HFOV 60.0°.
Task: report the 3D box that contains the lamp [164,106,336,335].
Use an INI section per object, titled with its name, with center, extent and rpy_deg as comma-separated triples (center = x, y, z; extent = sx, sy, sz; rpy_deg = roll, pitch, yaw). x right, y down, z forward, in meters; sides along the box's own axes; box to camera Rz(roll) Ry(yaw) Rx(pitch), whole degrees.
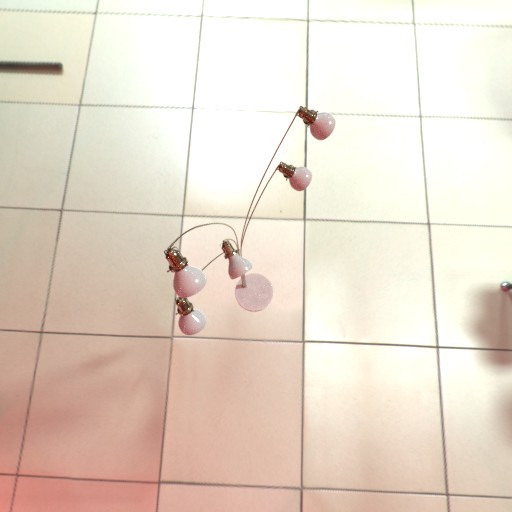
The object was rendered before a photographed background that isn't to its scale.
[lamp]
center = 0.000, 0.000, 3.059
extent = 0.361, 2.423, 1.405
rpy_deg = 34, 77, 9
